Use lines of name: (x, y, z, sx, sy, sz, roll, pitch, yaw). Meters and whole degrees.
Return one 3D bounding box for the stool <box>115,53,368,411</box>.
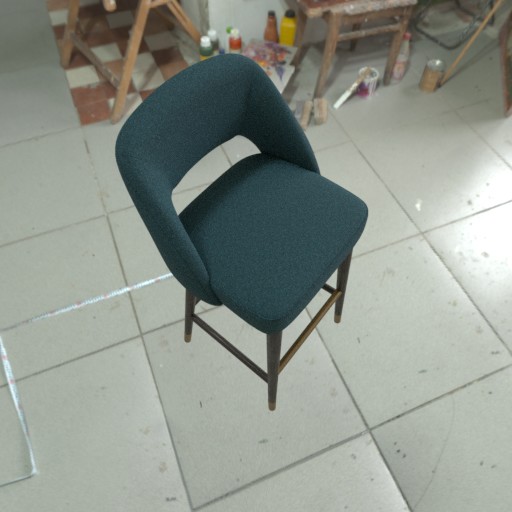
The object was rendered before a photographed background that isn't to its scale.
stool: (0.000, 0.000, 1.359, 0.522, 1.032, 0.536, 34, 63, 20)
